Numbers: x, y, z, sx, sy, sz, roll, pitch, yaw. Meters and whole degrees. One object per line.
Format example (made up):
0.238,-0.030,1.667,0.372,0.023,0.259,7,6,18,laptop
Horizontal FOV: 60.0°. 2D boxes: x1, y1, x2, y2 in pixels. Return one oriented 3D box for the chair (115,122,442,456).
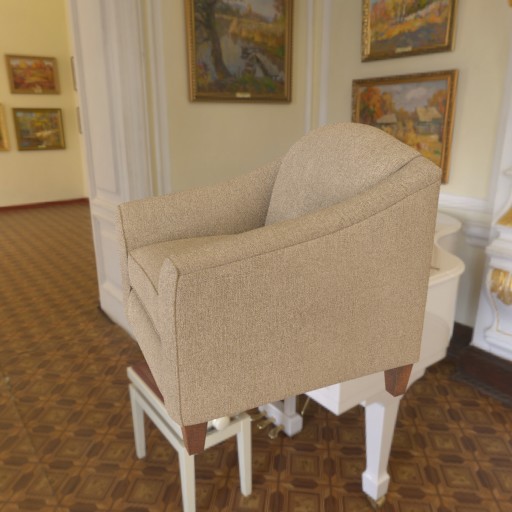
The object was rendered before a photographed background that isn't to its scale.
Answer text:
0.000,0.000,1.453,0.787,0.839,0.763,-8,19,-24,chair
